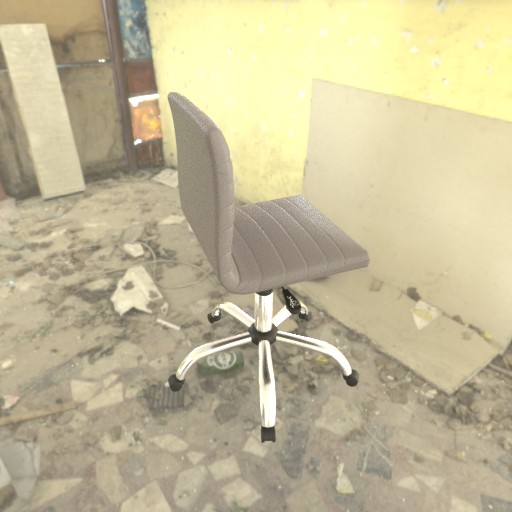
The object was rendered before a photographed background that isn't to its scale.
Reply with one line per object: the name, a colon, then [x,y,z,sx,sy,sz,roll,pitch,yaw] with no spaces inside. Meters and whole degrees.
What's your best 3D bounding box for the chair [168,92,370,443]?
chair: [0.000,0.000,1.159,0.530,0.780,0.556,-10,32,-17]
